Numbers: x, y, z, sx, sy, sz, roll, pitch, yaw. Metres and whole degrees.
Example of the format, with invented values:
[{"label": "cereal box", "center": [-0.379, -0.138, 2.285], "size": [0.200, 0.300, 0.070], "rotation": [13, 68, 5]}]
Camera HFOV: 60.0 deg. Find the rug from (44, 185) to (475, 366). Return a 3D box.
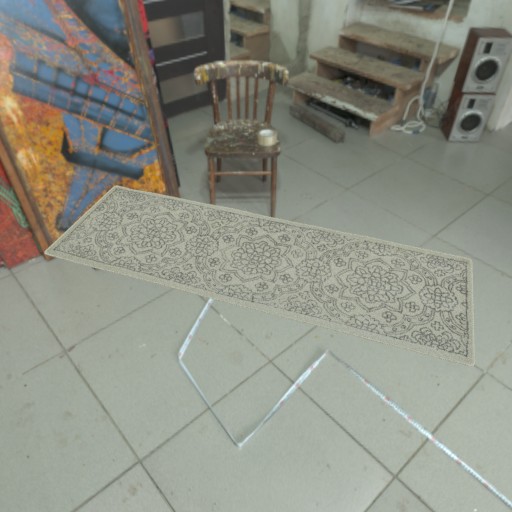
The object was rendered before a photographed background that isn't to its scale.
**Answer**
[{"label": "rug", "center": [0.000, 0.000, 2.640], "size": [2.431, 0.006, 0.806], "rotation": [13, 44, 14]}]
